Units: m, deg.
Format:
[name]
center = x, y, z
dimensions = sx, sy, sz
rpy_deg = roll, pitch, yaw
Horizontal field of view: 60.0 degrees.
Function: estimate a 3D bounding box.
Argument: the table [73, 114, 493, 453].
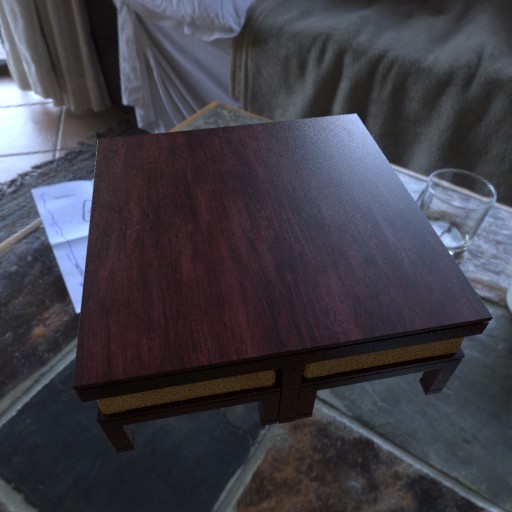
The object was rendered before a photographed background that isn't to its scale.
[table]
center = 0.000, 0.000, 1.309
dimensions = 0.865, 0.356, 0.865
rpy_deg = -8, 47, -7
